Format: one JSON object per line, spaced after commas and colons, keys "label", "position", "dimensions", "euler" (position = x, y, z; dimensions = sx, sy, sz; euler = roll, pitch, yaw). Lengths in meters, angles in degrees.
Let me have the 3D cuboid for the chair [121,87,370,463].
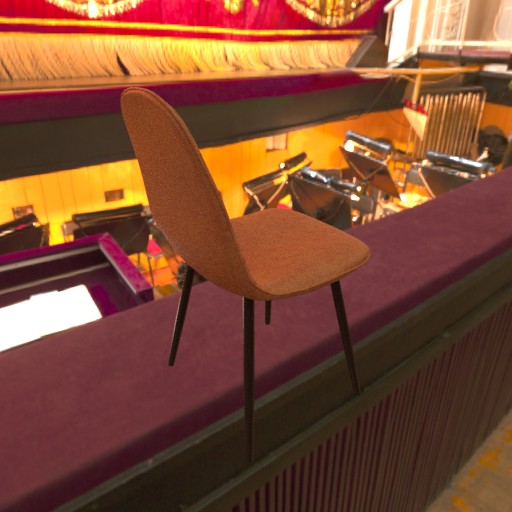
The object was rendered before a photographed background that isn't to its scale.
{"label": "chair", "position": [0.000, 0.000, 1.201], "dimensions": [0.561, 0.889, 0.472], "euler": [-18, 32, -31]}
